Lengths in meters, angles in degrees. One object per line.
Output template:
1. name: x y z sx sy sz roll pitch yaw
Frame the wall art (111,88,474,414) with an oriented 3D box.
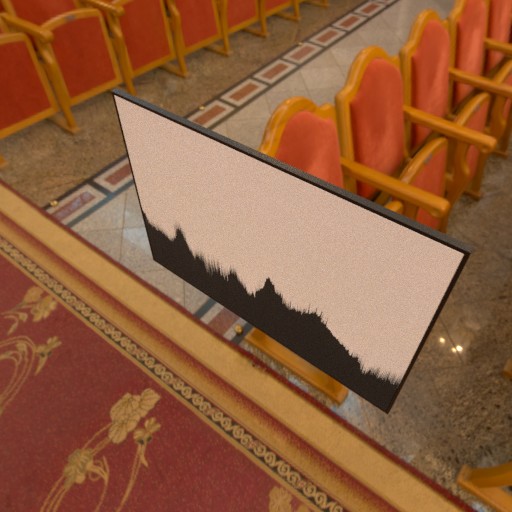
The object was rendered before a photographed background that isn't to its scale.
1. wall art: 0.000 0.000 1.214 0.957 0.660 0.019 30 54 25
